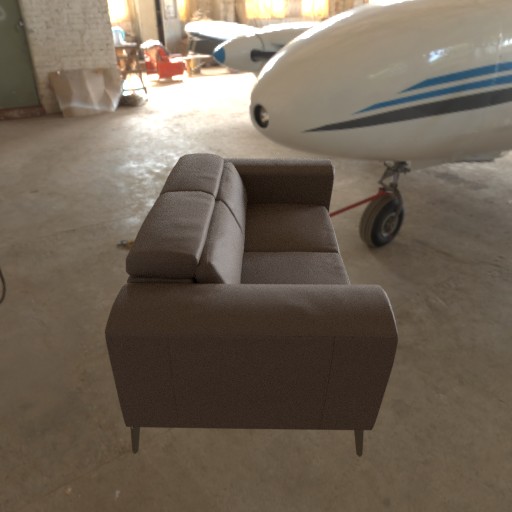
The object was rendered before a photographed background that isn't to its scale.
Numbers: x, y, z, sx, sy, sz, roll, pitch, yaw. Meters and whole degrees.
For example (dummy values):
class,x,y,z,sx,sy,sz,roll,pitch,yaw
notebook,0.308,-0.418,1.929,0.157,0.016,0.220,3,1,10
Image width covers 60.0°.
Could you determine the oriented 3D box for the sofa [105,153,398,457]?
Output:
class,x,y,z,sx,sy,sz,roll,pitch,yaw
sofa,0.000,0.000,2.379,1.003,0.779,1.895,0,30,1
